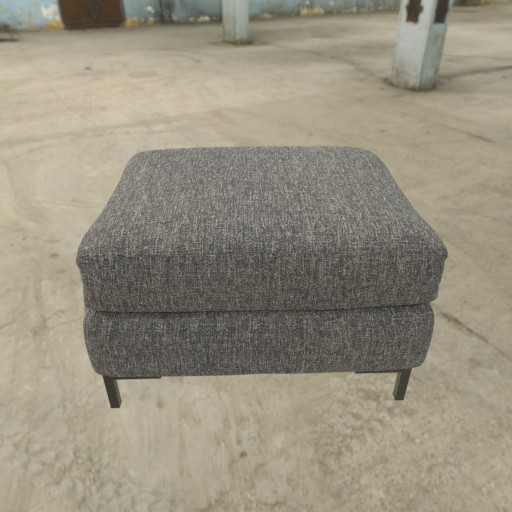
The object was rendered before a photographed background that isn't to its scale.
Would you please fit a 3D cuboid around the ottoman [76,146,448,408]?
[{"bbox_3d":[0.000,0.000,1.235,0.828,0.480,0.683,-1,32,-2],"label":"ottoman"}]
